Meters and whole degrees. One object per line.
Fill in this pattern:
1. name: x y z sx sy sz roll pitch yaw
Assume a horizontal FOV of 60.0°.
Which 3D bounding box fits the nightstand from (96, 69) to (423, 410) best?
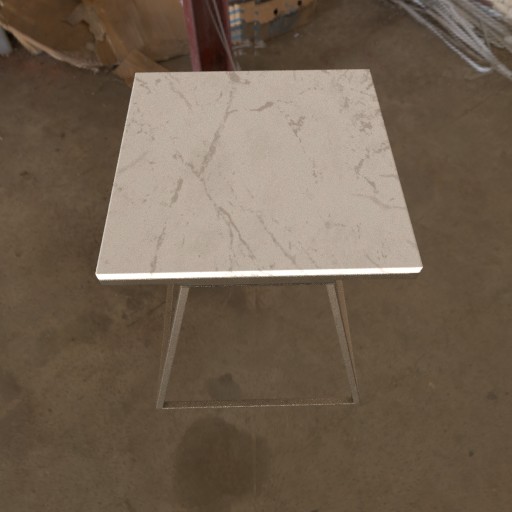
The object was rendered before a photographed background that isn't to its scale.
1. nightstand: 0.000 0.000 0.889 0.455 0.554 0.455 -1 57 -1
